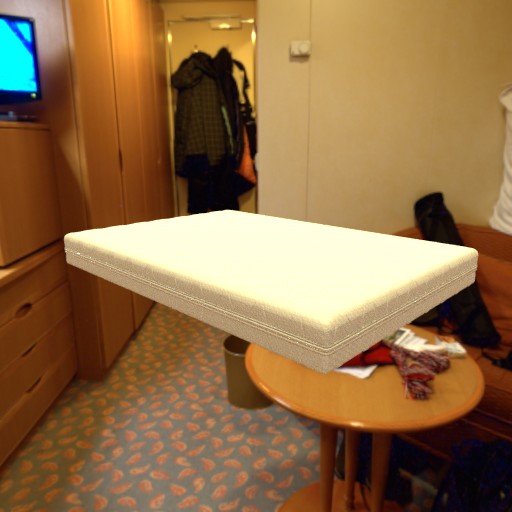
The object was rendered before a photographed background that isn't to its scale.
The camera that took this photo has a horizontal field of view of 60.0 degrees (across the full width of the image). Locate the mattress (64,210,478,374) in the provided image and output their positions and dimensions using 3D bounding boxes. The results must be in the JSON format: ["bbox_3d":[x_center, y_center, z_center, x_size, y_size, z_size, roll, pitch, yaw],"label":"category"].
[{"bbox_3d":[0.000,0.000,2.588,2.000,0.200,1.400,14,20,42],"label":"mattress"}]
